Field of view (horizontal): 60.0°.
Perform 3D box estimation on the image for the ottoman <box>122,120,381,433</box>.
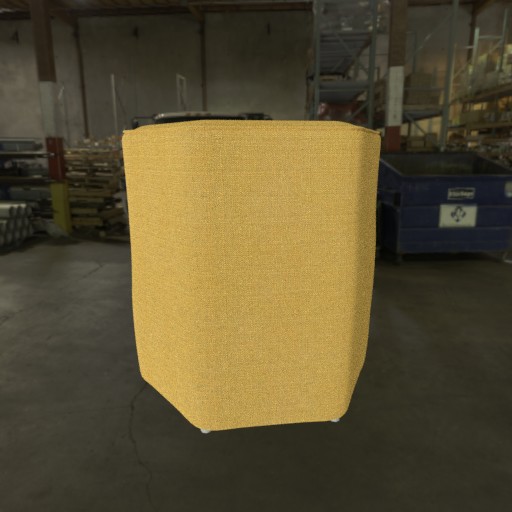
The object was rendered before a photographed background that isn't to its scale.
[{"bbox_3d":[0.000,0.000,0.891,0.494,0.502,0.443,-2,14,-8],"label":"ottoman"}]
